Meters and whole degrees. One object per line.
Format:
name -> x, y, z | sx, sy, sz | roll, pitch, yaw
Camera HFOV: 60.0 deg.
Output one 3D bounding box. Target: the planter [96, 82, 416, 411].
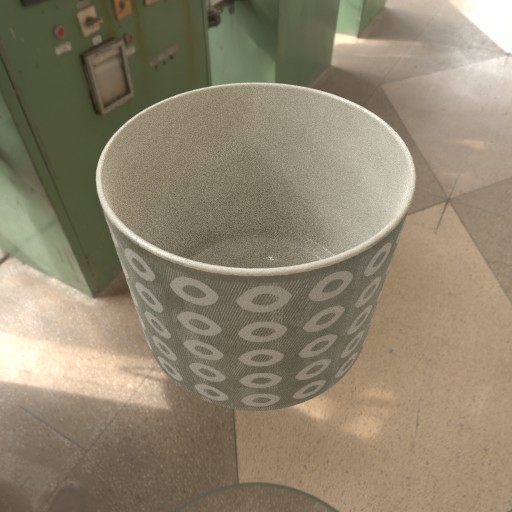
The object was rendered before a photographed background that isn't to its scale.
planter -> 0.000, 0.000, 0.336 | 0.190, 0.181, 0.190 | 0, 47, 0
